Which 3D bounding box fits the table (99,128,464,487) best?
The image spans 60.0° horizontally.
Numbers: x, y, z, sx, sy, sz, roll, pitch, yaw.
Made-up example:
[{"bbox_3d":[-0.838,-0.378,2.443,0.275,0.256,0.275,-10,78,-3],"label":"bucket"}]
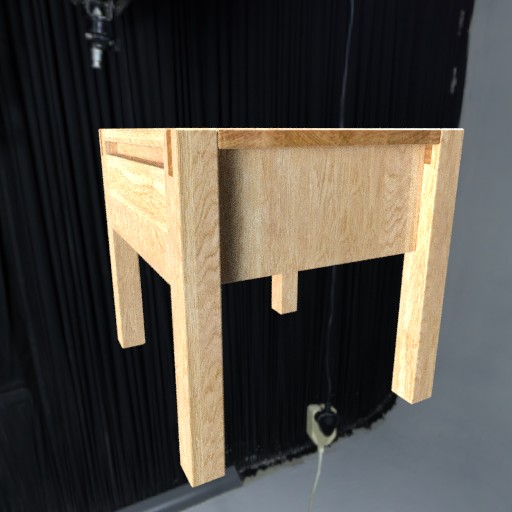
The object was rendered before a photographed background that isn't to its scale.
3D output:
[{"bbox_3d":[0.000,0.000,0.817,0.440,0.450,0.480,-8,18,-27],"label":"table"}]
